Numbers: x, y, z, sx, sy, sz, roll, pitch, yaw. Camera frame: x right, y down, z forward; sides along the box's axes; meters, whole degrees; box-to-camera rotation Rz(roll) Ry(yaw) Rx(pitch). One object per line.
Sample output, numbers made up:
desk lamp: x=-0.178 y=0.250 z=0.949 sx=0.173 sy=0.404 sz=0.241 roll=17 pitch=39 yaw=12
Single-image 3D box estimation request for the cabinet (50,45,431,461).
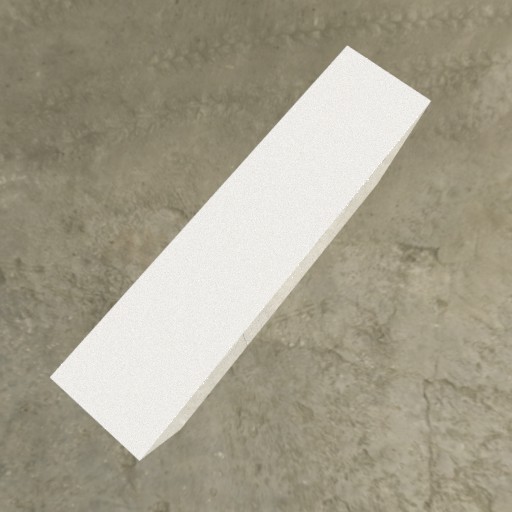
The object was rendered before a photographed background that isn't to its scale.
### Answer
cabinet: x=0.000 y=0.000 z=1.967 sx=0.400 sy=0.800 sz=1.650 roll=38 pitch=79 yaw=9
